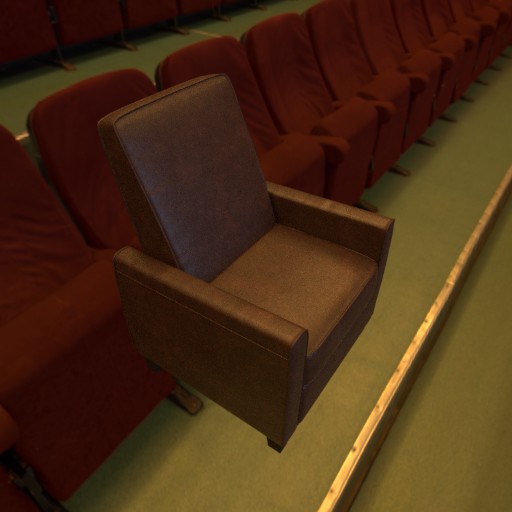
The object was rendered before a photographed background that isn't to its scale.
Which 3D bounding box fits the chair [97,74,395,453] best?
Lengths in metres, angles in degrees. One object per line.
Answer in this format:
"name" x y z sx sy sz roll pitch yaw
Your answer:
"chair" 0.000 0.000 1.536 0.746 1.013 0.705 24 45 26
